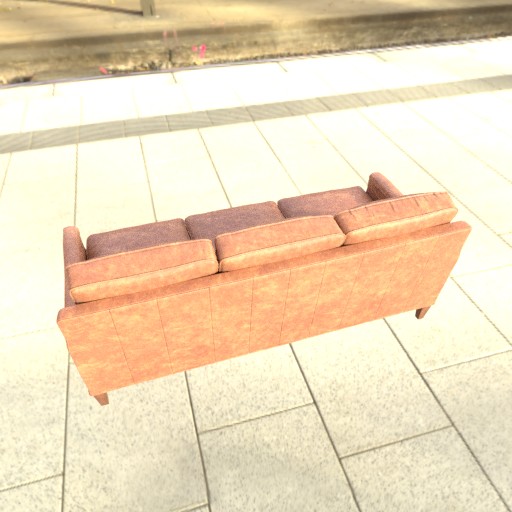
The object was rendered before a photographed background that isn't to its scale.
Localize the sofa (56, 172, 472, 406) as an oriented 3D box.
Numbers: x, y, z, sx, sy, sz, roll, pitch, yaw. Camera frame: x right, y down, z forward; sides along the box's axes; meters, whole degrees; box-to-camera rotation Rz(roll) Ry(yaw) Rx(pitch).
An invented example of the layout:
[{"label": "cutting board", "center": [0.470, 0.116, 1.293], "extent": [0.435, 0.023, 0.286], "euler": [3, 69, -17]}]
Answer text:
[{"label": "sofa", "center": [0.000, 0.000, 2.774], "extent": [2.246, 1.003, 1.084], "euler": [-12, 43, -13]}]
